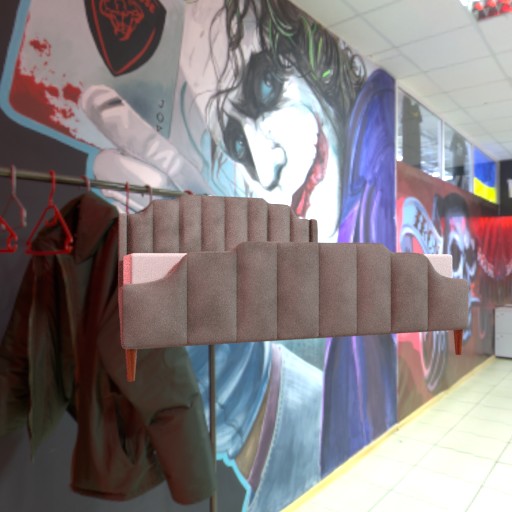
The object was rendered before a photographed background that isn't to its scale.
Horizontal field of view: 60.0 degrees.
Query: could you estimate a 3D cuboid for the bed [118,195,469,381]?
[{"bbox_3d":[0.000,0.000,3.522,2.074,1.245,2.340,0,0,-18],"label":"bed"}]
